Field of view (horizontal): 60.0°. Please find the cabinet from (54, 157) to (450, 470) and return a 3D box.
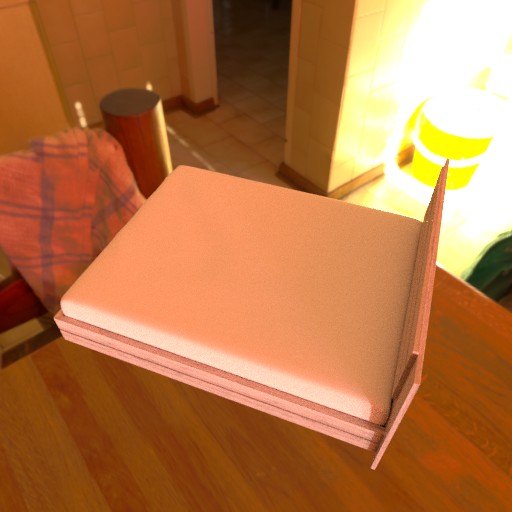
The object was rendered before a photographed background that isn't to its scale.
[{"bbox_3d":[0.000,0.000,2.950,2.080,0.970,1.750,15,47,15],"label":"cabinet"}]
